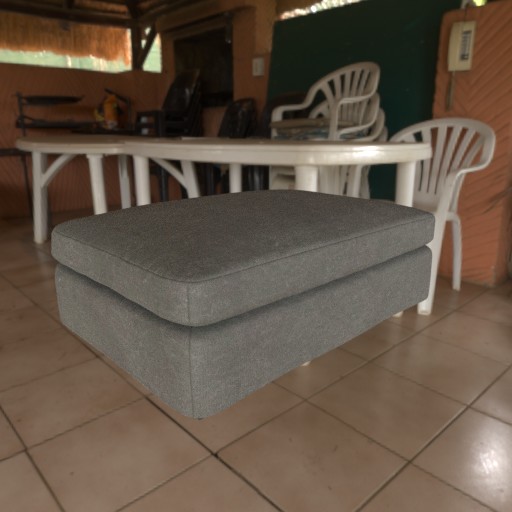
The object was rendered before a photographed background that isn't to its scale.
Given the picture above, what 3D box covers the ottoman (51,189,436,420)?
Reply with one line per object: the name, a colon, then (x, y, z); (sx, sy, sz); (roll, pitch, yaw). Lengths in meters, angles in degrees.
ottoman: (0.000, 0.000, 1.632); (1.199, 0.429, 0.840); (-15, 21, -42)
